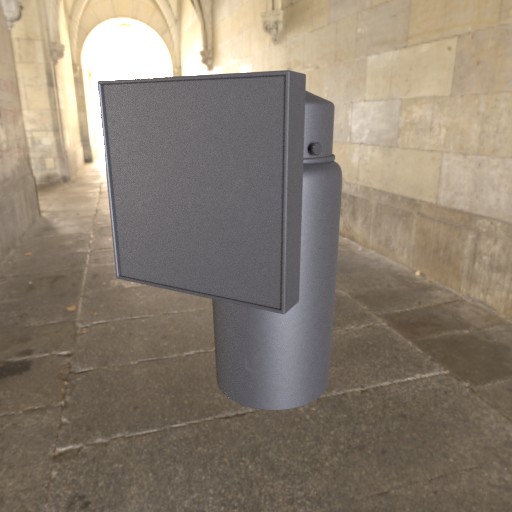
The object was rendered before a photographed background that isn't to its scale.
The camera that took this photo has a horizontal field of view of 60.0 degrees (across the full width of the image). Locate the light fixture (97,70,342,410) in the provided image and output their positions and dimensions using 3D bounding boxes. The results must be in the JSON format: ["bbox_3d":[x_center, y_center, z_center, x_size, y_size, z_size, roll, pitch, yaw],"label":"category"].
[{"bbox_3d":[0.000,0.000,0.356,0.130,0.257,0.176,9,19,27],"label":"light fixture"}]
